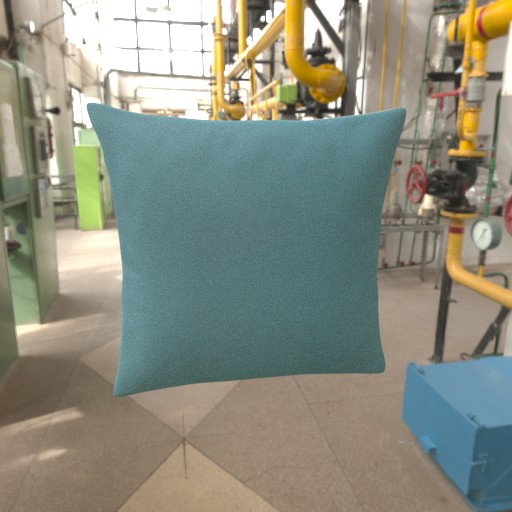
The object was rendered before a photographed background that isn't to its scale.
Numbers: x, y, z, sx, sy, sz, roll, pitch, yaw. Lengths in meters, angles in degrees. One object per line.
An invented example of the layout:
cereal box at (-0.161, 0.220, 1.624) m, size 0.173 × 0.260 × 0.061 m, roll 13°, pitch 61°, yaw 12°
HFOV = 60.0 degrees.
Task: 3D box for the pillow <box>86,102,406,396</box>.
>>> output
pillow at (0.000, 0.000, 0.783) m, size 0.526 × 0.507 × 0.166 m, roll -2°, pitch 14°, yaw -9°
